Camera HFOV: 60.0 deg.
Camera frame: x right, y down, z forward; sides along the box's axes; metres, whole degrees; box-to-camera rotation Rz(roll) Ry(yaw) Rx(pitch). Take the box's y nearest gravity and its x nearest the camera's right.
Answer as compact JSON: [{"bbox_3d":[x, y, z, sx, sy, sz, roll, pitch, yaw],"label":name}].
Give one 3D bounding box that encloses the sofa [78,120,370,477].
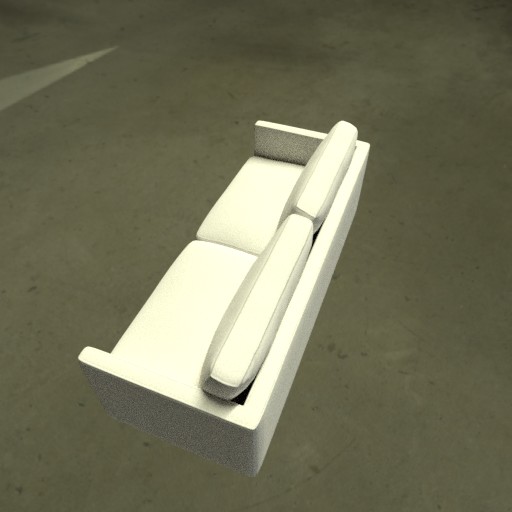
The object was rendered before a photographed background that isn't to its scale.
[{"bbox_3d":[0.000,0.000,2.906,0.951,0.962,2.361,16,49,15],"label":"sofa"}]
